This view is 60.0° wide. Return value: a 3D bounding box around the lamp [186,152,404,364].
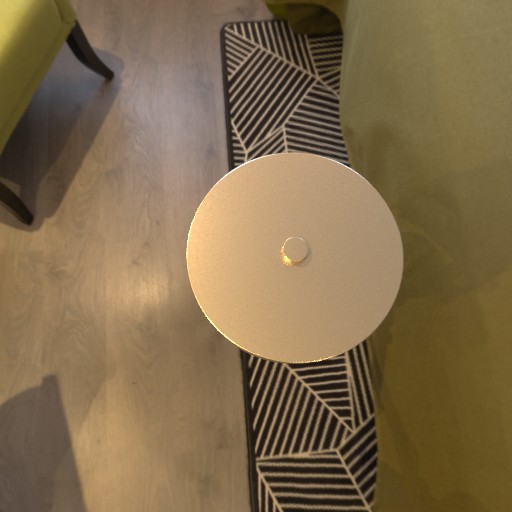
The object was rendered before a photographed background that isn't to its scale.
[{"bbox_3d":[0.000,0.000,0.717,0.229,0.508,0.369,-34,78,-8],"label":"lamp"}]
